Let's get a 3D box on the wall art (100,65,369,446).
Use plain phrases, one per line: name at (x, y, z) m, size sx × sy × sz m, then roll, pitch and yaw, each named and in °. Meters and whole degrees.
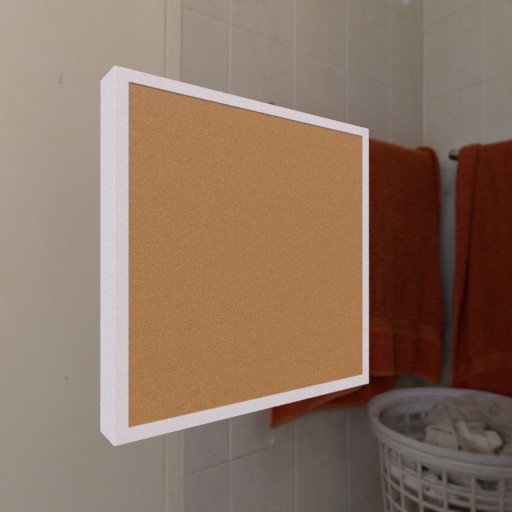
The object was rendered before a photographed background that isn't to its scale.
wall art at (0.000, 0.000, 0.458) m, size 0.305 × 0.305 × 0.038 m, roll 0°, pitch 0°, yaw -35°
